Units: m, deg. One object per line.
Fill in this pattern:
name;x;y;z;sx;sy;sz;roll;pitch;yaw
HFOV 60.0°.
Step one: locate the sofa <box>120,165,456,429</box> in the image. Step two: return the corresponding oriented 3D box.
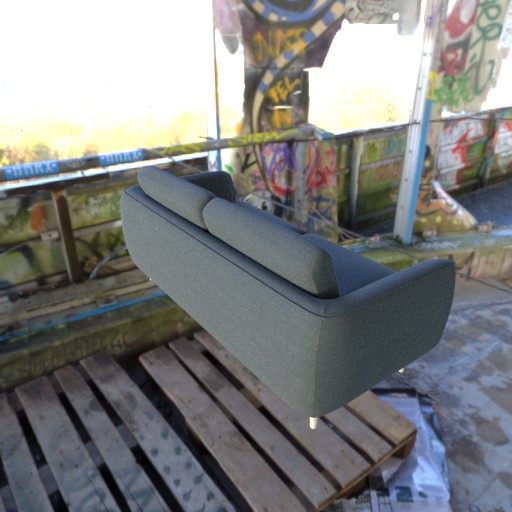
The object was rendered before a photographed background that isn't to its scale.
sofa;0.000;0.000;2.565;0.920;0.850;2.000;-18;31;-32
